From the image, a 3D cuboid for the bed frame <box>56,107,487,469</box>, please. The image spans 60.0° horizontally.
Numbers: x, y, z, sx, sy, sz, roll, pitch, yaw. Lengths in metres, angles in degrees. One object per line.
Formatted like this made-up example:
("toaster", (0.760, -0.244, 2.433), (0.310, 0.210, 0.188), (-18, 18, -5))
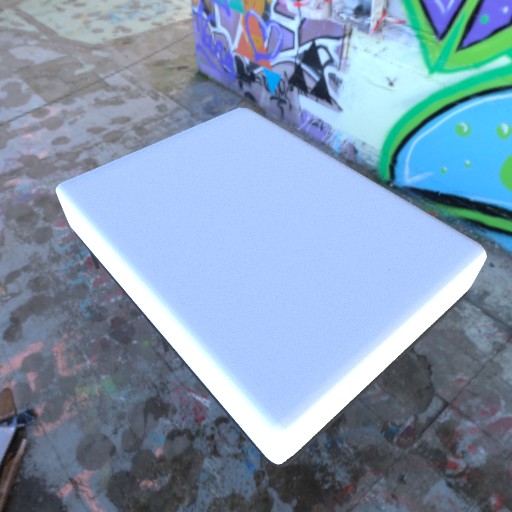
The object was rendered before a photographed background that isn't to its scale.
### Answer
("bed frame", (0.000, 0.000, 2.737), (1.528, 0.677, 2.037), (-32, 55, -27))
